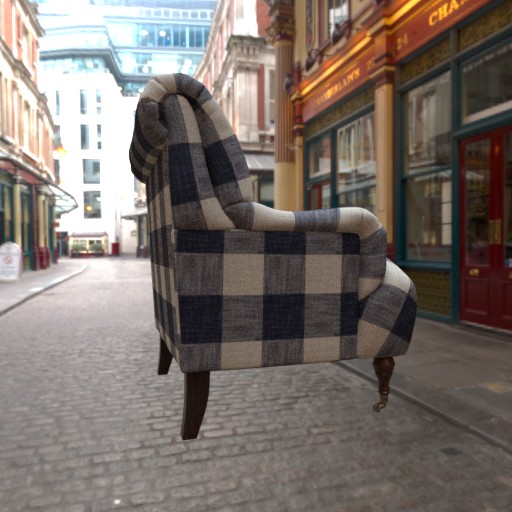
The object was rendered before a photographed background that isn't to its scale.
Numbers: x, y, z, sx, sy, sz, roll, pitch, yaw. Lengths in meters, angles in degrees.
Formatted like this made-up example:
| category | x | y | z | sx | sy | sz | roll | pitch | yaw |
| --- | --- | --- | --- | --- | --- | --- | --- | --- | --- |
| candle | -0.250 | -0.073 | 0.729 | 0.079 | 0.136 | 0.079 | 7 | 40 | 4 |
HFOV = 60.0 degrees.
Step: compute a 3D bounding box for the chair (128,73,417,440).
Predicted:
| category | x | y | z | sx | sy | sz | roll | pitch | yaw |
| --- | --- | --- | --- | --- | --- | --- | --- | --- | --- |
| chair | 0.000 | 0.000 | 1.568 | 0.848 | 0.953 | 0.781 | 0 | 1 | -18 |
